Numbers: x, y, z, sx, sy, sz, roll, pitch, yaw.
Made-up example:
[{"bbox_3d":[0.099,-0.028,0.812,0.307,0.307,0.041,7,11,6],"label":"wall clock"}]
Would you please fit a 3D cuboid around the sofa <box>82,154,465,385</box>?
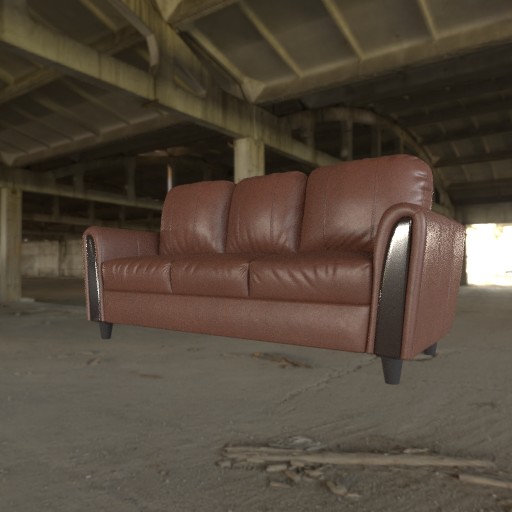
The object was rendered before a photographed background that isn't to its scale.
[{"bbox_3d":[0.000,0.000,2.279,1.862,0.915,0.802,-1,-1,35],"label":"sofa"}]
